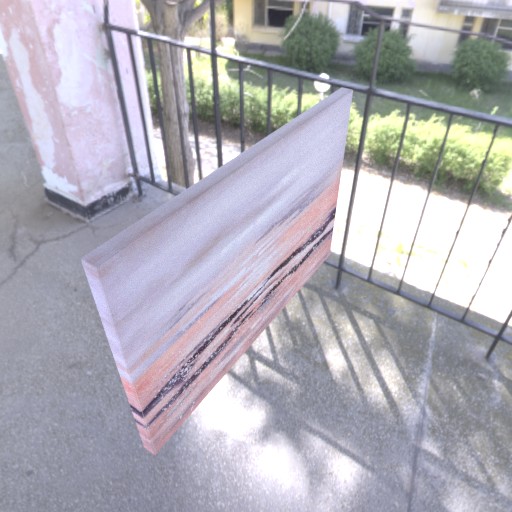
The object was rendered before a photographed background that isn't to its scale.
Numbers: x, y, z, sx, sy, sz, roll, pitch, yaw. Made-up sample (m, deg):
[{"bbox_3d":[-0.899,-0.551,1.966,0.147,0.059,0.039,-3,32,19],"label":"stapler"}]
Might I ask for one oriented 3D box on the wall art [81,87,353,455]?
[{"bbox_3d":[0.000,0.000,1.166,0.038,0.609,0.913,24,46,26],"label":"wall art"}]
